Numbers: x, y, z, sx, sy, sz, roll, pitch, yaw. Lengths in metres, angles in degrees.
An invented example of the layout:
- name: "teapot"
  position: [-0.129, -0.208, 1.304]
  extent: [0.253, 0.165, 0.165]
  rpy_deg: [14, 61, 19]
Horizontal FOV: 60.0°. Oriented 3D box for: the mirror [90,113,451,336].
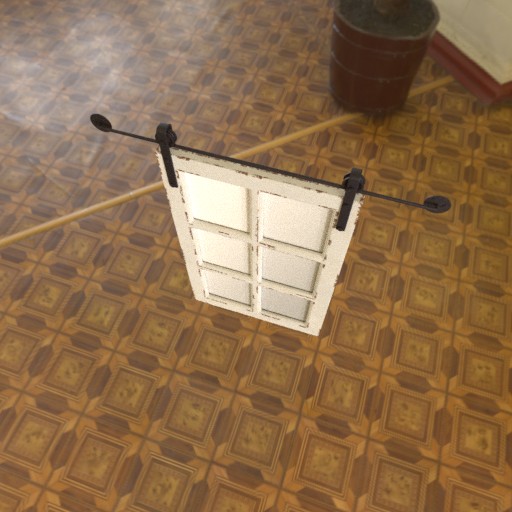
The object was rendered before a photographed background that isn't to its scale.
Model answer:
- name: "mirror"
  position: [0.000, 0.000, 1.259]
  extent: [0.808, 0.844, 0.037]
  rpy_deg: [16, 60, 9]
